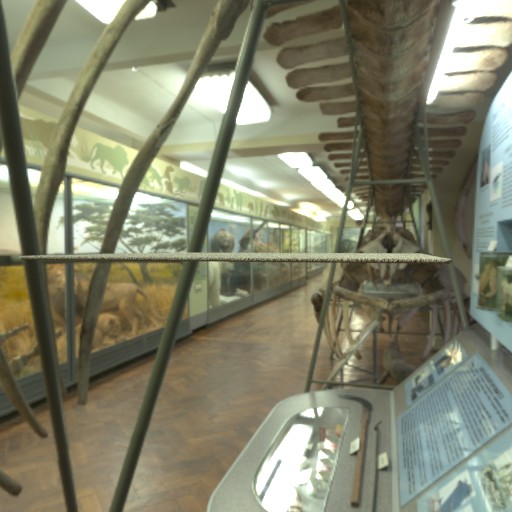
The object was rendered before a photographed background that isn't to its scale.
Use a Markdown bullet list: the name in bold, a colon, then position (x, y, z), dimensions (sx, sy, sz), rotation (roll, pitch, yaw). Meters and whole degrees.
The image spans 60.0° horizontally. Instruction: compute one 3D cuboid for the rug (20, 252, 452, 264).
- **rug**: position (0.000, 0.000, 4.090), dimensions (3.047, 0.029, 2.438), rotation (0, 1, 17)
